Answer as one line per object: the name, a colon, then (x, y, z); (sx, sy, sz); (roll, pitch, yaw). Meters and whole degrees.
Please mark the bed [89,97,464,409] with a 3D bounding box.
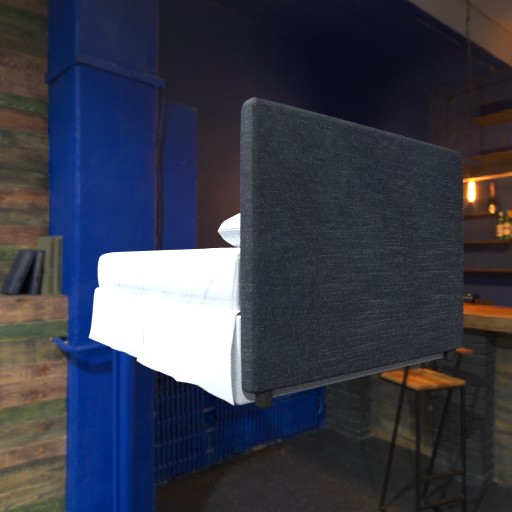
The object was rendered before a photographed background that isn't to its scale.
bed: (0.000, 0.000, 3.135); (1.723, 1.330, 2.142); (0, -1, -36)
